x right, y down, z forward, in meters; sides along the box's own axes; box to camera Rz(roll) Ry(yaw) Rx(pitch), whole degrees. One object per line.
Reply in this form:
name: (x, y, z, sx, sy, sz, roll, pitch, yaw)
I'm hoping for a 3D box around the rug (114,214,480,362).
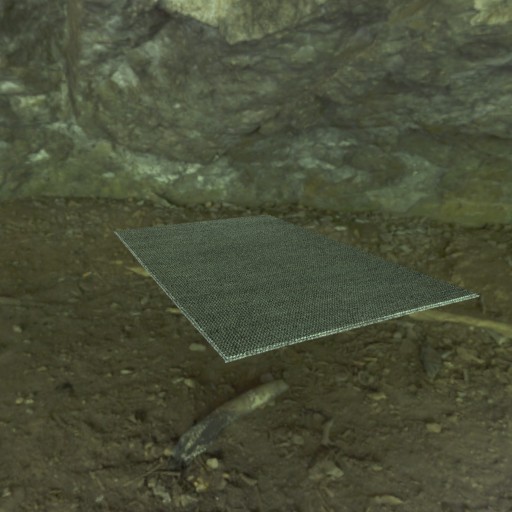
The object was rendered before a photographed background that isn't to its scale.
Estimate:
rug: (0.000, 0.000, 3.160, 1.538, 0.021, 2.443, -9, 19, -26)
